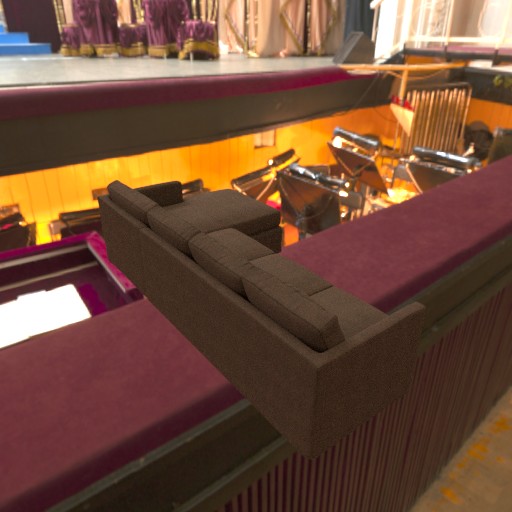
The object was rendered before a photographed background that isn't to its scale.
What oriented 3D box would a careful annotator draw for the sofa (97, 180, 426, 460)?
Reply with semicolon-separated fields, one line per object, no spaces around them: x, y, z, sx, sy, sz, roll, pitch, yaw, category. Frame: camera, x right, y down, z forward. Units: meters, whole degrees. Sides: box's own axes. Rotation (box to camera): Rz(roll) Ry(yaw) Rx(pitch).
0.000;0.000;3.900;1.650;0.922;3.205;-19;33;-33;sofa
